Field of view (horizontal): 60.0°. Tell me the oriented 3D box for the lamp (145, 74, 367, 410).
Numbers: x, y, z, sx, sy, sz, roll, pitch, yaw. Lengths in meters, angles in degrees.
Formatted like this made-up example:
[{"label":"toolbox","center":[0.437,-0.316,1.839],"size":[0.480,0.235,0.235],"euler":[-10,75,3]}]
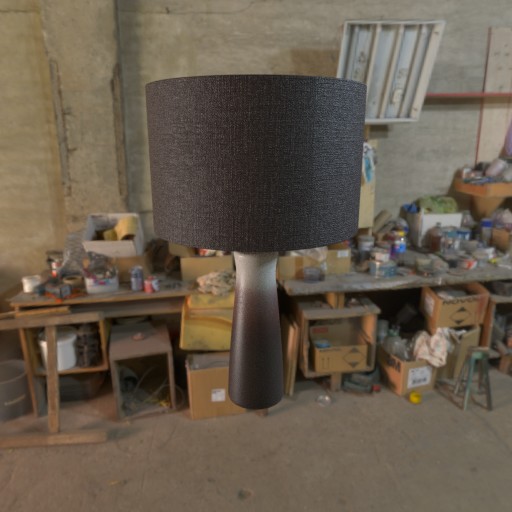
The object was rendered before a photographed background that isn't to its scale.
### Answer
[{"label":"lamp","center":[0.000,0.000,0.686],"size":[0.303,0.488,0.303],"euler":[0,15,0]}]
